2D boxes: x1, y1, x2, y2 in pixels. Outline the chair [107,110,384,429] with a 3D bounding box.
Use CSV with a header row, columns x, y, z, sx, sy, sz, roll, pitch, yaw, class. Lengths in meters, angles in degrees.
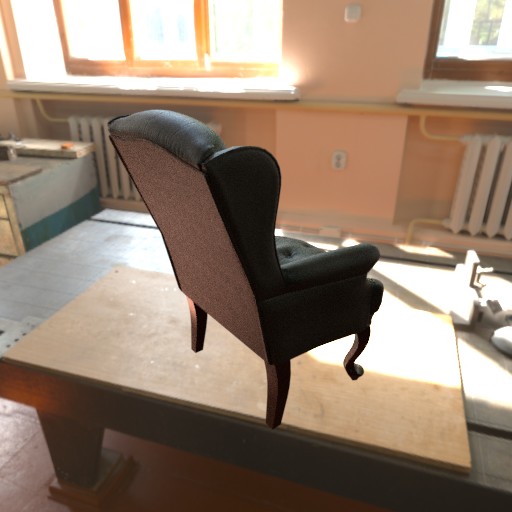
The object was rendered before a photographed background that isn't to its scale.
x,y,z,sx,sy,sz,roll,pitch,yaw,class
0.000,0.000,1.731,0.822,1.133,0.831,-18,31,-33,chair
